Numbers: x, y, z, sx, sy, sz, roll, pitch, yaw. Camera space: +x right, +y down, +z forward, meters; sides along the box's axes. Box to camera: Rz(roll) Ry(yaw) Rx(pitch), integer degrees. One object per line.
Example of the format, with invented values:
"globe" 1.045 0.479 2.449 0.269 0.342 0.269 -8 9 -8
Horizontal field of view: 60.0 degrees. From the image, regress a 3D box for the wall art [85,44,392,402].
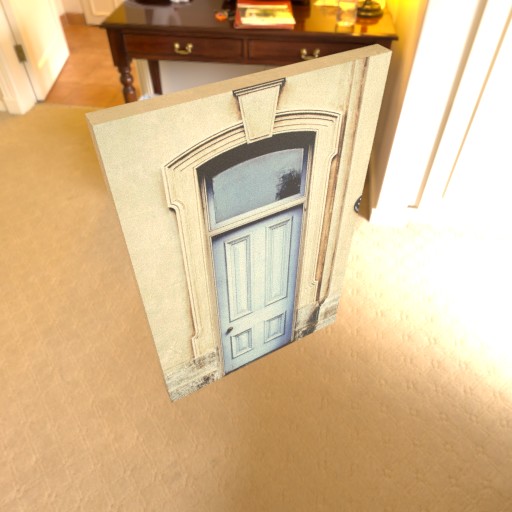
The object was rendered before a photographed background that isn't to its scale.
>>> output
"wall art" 0.000 0.000 0.943 0.508 0.764 0.038 -22 49 -20
